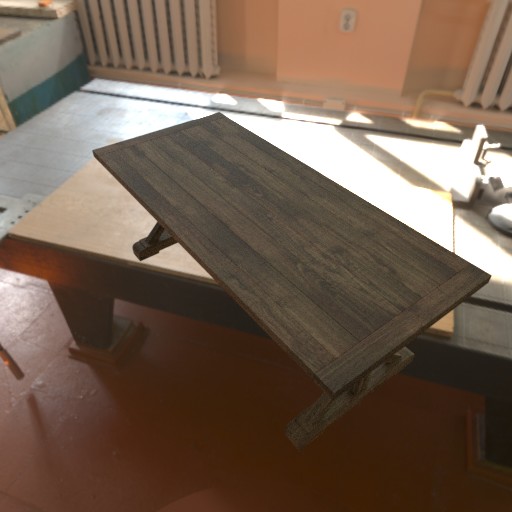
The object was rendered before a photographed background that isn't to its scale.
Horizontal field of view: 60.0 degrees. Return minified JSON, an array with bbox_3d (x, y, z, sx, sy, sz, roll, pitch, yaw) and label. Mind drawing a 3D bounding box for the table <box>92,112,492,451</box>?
[{"bbox_3d":[0.000,0.000,2.473,0.907,0.733,2.031,-27,48,-27],"label":"table"}]
